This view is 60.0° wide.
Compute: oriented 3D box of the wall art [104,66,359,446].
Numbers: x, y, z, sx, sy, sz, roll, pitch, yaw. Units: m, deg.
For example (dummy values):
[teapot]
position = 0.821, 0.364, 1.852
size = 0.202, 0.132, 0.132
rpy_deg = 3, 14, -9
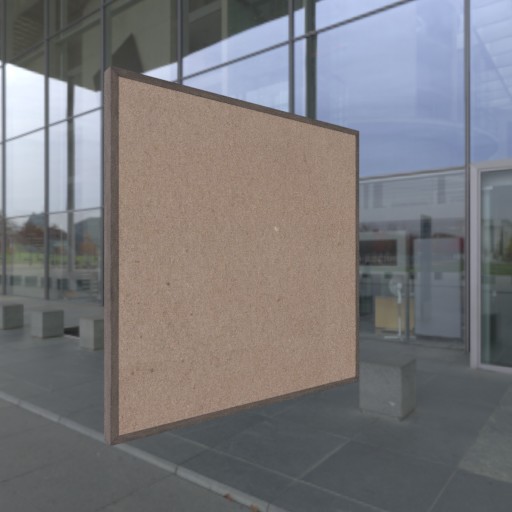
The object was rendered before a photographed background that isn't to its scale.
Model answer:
[wall art]
position = 0.000, 0.000, 1.134
size = 0.762, 0.762, 0.038
rpy_deg = 0, 0, -37
